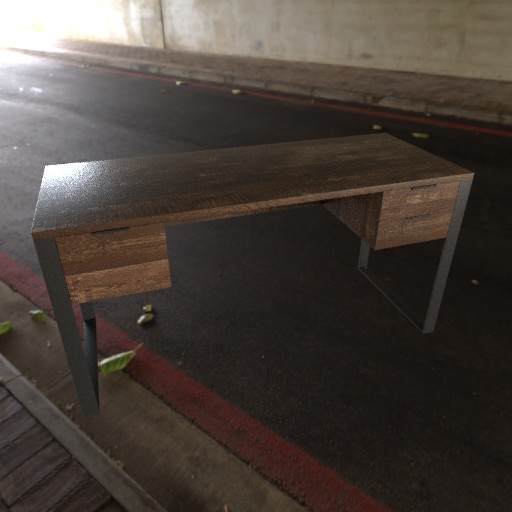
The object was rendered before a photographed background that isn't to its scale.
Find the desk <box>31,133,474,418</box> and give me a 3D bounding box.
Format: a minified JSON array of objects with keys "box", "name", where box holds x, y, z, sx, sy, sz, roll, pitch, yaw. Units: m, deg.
[{"box":[0.000,0.000,1.880,1.524,0.762,0.599,-10,32,-16],"name":"desk"}]
